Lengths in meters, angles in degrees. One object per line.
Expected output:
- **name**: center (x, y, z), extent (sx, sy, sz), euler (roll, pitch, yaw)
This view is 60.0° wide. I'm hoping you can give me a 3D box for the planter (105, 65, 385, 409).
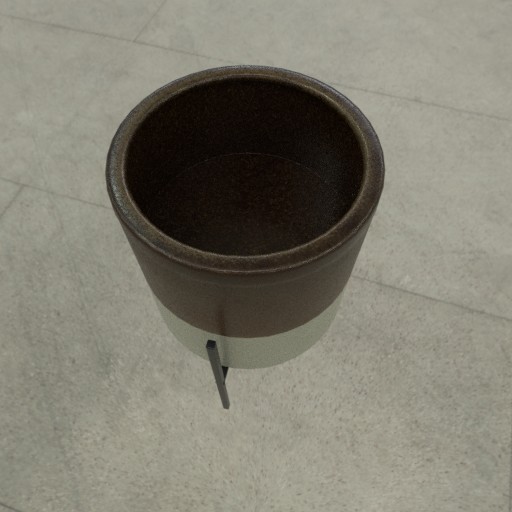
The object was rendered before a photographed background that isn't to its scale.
- **planter**: center (0.000, 0.000, 0.553), extent (0.269, 0.375, 0.255), euler (-15, 60, -9)
